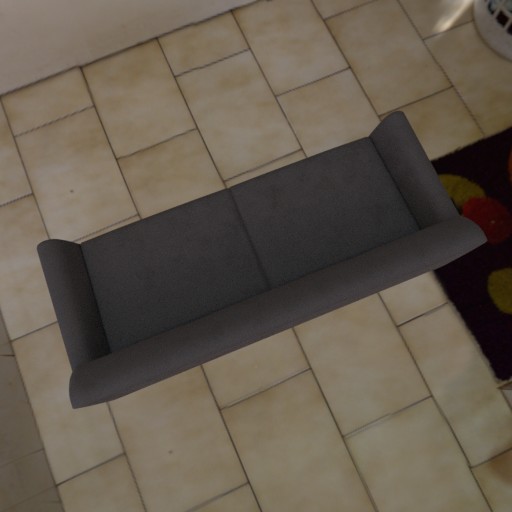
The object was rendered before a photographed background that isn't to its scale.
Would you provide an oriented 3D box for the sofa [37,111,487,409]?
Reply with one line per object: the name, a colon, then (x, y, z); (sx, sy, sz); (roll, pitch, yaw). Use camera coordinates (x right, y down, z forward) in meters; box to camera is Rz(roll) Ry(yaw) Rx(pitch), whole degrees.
sofa: (0.000, 0.000, 2.570); (2.190, 0.740, 0.900); (-21, 77, -5)
